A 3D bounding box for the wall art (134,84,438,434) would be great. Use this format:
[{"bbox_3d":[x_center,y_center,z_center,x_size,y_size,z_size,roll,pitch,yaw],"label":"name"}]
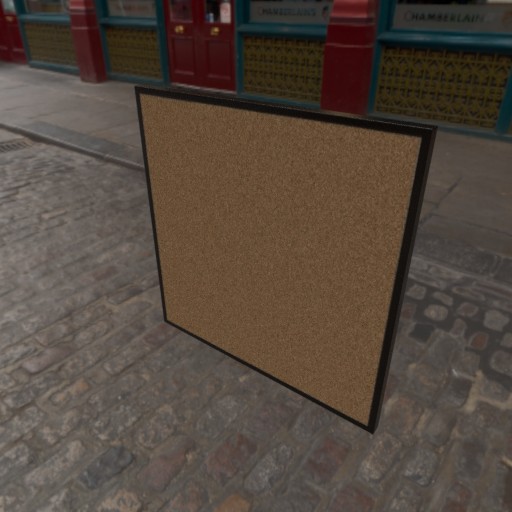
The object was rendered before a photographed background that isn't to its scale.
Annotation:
[{"bbox_3d":[0.000,0.000,0.522,0.349,0.349,0.014,20,35,32],"label":"wall art"}]
